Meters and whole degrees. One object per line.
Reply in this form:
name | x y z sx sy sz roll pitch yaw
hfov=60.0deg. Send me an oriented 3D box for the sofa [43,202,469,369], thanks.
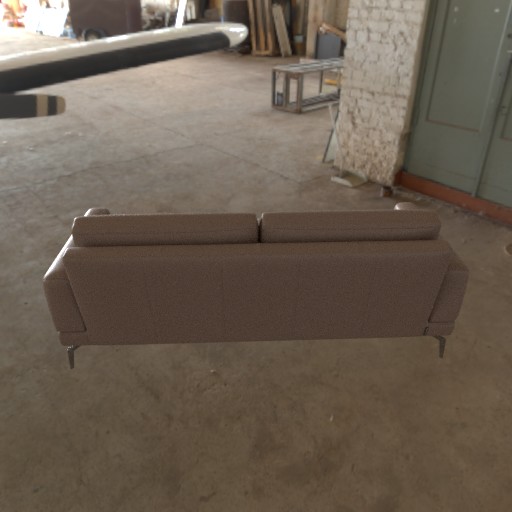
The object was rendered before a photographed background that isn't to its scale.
sofa | 0.000 0.000 2.392 1.940 0.765 0.974 -1 31 -2
